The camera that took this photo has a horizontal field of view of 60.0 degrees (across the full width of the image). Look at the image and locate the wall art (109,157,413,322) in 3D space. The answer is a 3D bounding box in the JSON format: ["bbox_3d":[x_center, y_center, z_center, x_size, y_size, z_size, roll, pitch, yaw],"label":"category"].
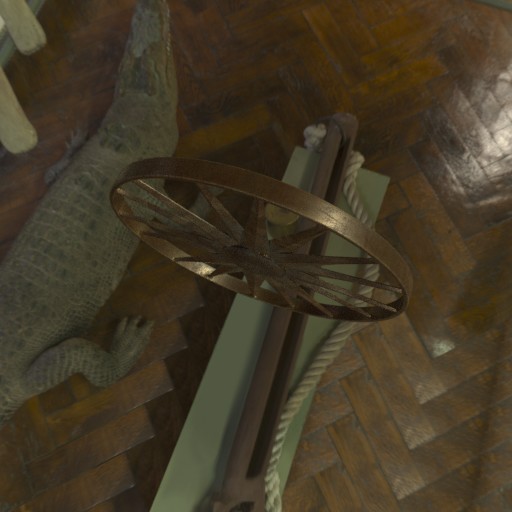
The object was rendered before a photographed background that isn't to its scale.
[{"bbox_3d":[0.000,0.000,0.859,0.582,0.583,0.084,20,77,5],"label":"wall art"}]
